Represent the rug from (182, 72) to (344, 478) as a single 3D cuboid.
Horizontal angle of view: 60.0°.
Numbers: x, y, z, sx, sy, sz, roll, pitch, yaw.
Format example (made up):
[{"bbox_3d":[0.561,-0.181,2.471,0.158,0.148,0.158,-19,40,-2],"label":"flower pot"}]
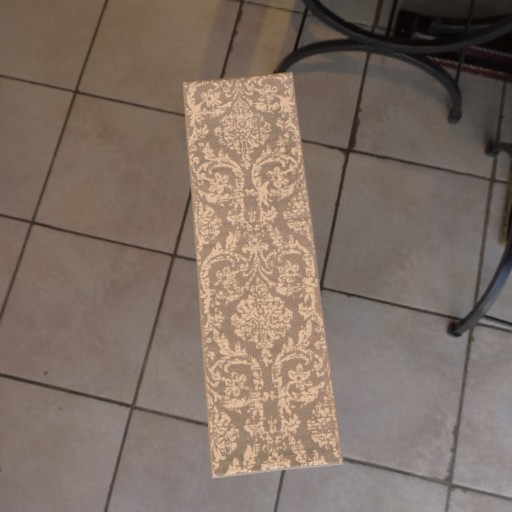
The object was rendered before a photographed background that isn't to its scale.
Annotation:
[{"bbox_3d":[0.000,0.000,2.423,0.662,0.011,2.196,-6,78,-1],"label":"rug"}]
